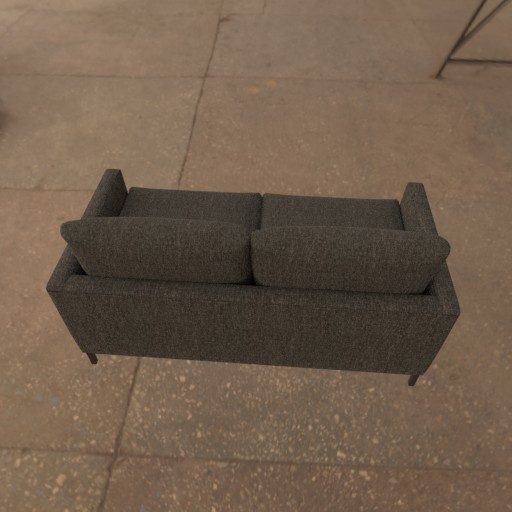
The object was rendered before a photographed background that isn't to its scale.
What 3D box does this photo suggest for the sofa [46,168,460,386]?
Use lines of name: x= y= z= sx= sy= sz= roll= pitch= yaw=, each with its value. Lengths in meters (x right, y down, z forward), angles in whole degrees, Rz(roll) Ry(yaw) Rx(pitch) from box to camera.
sofa: x=0.000 y=0.000 z=2.210 sx=1.716 sy=0.862 sz=0.866 roll=3 pitch=47 yaw=3
